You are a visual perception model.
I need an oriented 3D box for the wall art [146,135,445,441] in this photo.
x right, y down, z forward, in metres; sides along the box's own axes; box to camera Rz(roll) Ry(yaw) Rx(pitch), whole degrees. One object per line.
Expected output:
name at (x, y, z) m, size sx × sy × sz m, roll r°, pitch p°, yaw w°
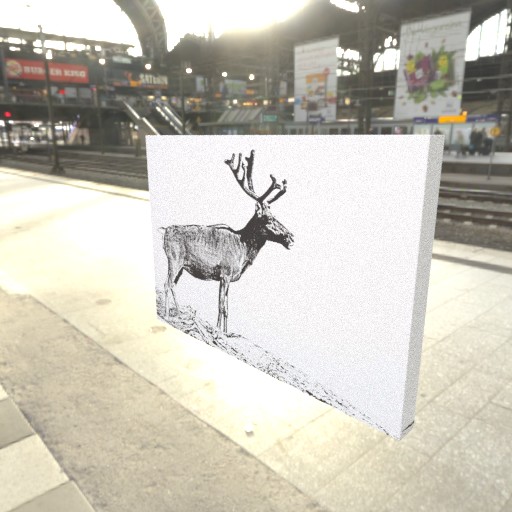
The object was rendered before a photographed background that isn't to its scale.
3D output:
wall art at (0.000, 0.000, 0.787) m, size 0.608 × 0.414 × 0.042 m, roll 15°, pitch 21°, yaw 43°
